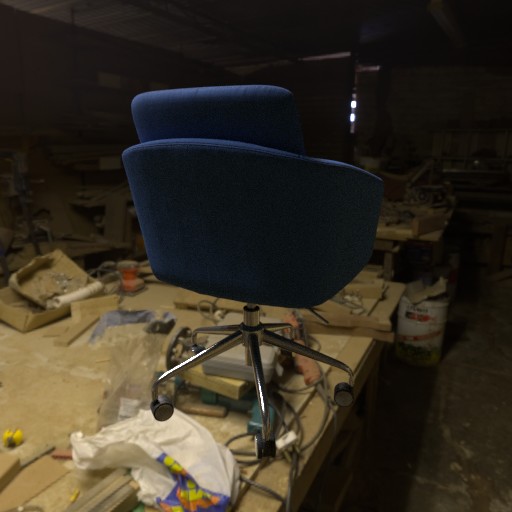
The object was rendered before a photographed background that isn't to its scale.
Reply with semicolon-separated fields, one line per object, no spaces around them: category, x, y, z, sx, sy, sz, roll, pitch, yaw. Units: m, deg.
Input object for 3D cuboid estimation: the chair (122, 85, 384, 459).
chair;0.000;0.000;1.342;0.641;0.908;0.635;8;17;27
